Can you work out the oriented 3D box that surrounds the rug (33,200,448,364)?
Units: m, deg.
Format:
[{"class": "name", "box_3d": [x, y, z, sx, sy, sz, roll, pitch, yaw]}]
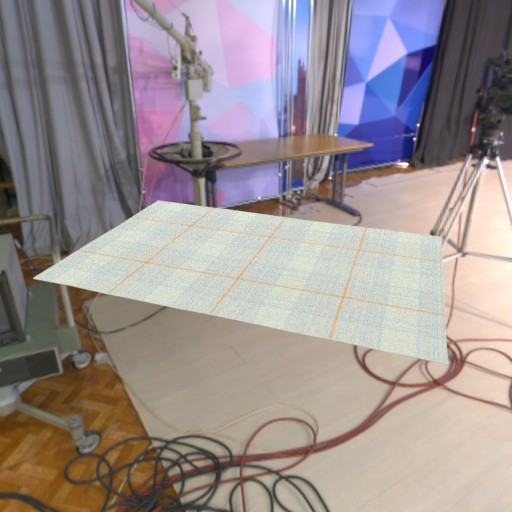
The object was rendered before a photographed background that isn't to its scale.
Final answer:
[{"class": "rug", "box_3d": [0.000, 0.000, 3.073, 2.442, 0.016, 1.527, 9, 28, 17]}]
